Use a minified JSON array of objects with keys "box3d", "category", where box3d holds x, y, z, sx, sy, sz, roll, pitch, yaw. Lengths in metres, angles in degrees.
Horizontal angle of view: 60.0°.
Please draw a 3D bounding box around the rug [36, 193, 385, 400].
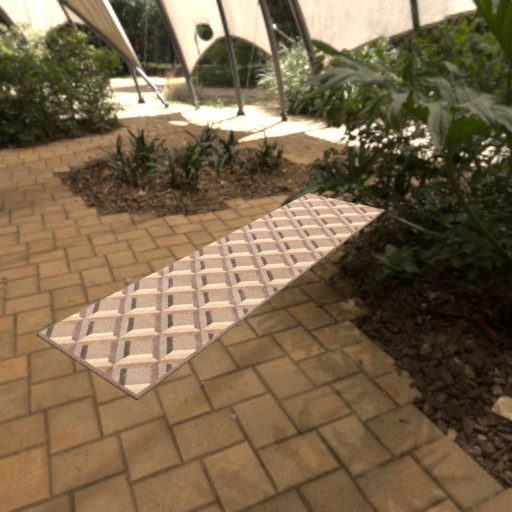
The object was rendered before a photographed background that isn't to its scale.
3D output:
[{"box3d":[0.000,0.000,2.696,0.685,0.013,2.437,18,32,32],"category":"rug"}]
